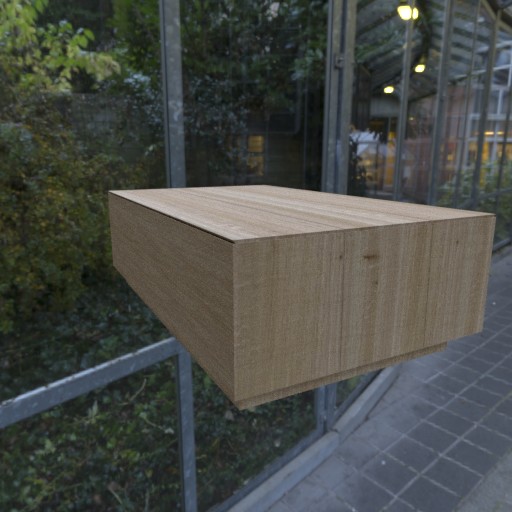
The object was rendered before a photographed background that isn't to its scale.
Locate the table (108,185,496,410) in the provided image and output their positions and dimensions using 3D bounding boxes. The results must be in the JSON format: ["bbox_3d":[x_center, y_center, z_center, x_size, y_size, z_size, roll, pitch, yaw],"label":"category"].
[{"bbox_3d":[0.000,0.000,1.394,0.678,0.353,1.110,-7,15,-27],"label":"table"}]
